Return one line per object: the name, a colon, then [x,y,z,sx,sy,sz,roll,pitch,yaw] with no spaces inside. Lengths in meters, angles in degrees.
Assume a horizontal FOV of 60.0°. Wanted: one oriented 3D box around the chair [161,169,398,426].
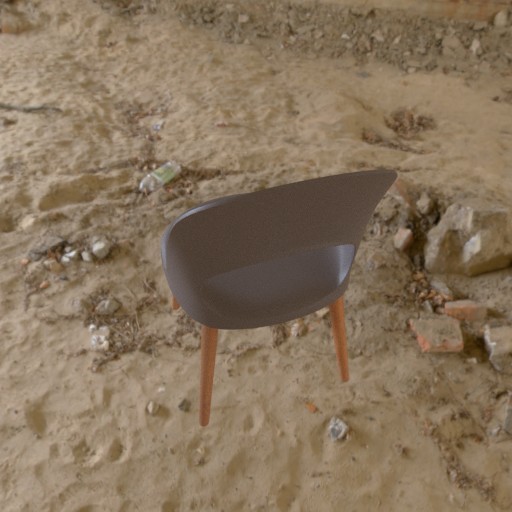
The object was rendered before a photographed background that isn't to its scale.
chair: [0.000,0.000,1.149,0.470,0.794,0.556,-13,44,-14]
